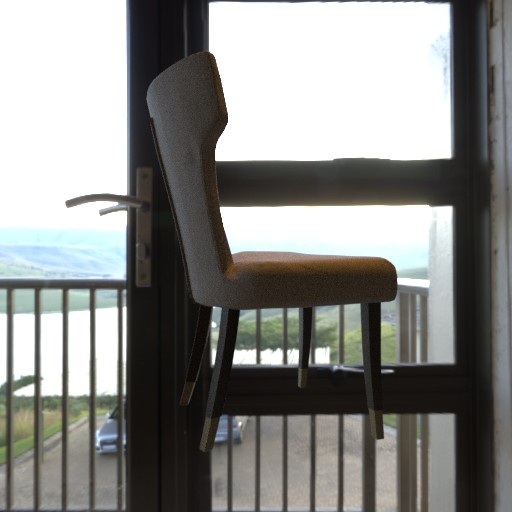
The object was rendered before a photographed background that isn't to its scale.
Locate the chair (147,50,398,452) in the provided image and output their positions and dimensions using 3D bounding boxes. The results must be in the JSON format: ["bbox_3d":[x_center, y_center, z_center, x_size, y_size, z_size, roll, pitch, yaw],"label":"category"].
[{"bbox_3d":[0.000,0.000,1.312,0.630,0.950,0.526,0,-1,-18],"label":"chair"}]
